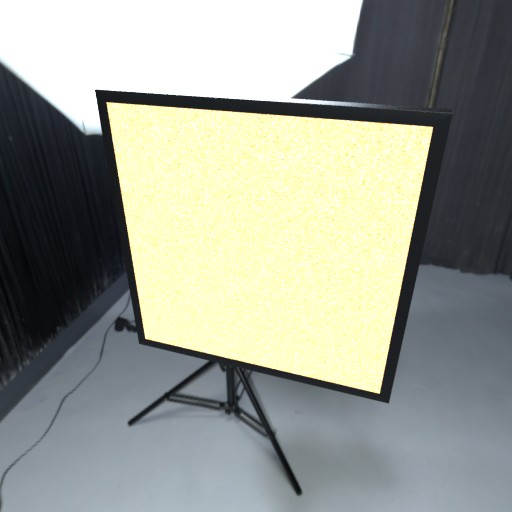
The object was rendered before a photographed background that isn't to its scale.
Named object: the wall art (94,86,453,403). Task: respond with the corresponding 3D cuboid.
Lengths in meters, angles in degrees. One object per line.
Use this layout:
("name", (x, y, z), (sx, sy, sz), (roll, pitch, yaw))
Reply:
("wall art", (0.000, 0.000, 1.105), (0.756, 0.755, 0.036), (9, 32, 16))
